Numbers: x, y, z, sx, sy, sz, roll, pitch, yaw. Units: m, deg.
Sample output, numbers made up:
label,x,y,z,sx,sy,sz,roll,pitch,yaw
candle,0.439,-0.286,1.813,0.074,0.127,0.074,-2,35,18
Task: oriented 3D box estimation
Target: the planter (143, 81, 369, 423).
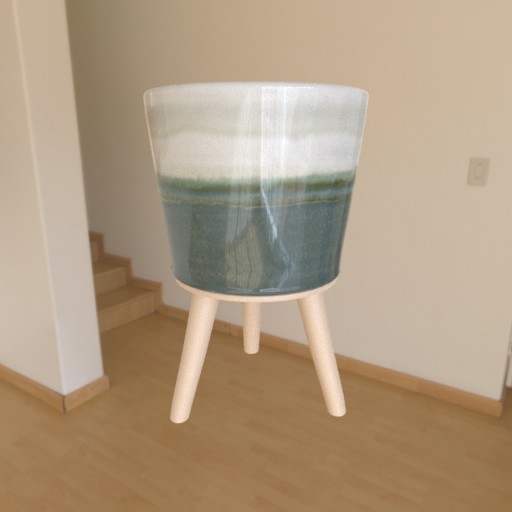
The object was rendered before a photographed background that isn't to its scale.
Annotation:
label,x,y,z,sx,sy,sz,roll,pitch,yaw
planter,0.000,0.000,0.480,0.217,0.331,0.217,2,15,9
